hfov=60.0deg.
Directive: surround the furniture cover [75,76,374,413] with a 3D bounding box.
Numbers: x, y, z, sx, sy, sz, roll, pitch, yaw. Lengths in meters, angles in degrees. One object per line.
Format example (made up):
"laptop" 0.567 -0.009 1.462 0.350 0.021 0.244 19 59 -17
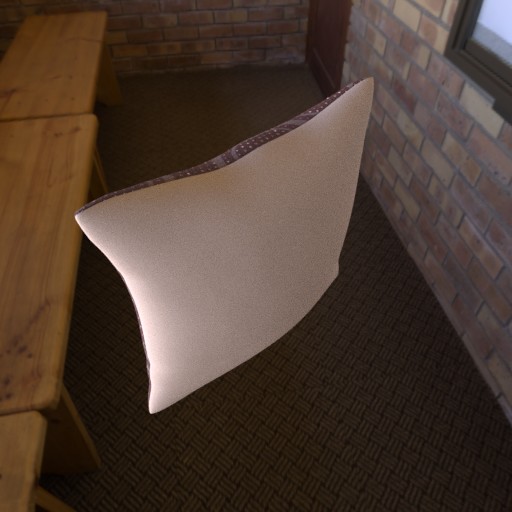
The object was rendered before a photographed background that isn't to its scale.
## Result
"furniture cover" 0.000 0.000 0.811 0.552 0.509 0.193 -33 54 -28
